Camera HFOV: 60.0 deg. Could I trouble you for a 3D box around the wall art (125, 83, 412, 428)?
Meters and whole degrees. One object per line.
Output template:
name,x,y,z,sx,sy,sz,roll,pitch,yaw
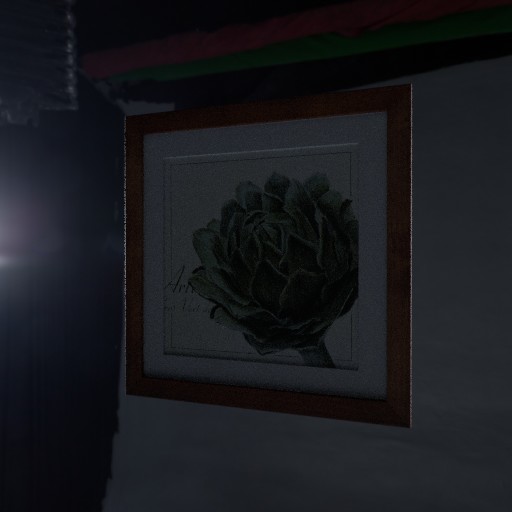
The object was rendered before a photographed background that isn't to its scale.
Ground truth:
wall art,0.000,0.000,0.838,0.554,0.572,0.037,0,0,19
